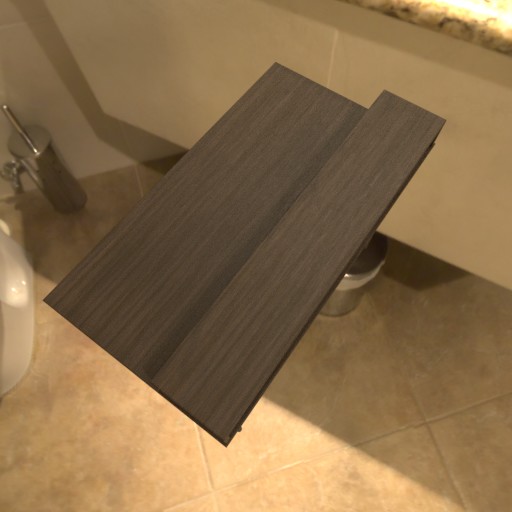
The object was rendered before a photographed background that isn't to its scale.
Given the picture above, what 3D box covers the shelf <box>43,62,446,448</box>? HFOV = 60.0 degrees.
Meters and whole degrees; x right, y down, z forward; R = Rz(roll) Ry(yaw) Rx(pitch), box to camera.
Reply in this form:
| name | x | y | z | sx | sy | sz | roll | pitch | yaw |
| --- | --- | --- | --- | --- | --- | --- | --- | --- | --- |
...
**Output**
| name | x | y | z | sx | sy | sz | roll | pitch | yaw |
| --- | --- | --- | --- | --- | --- | --- | --- | --- | --- |
| shelf | 0.000 | 0.000 | 1.716 | 0.685 | 0.865 | 1.212 | 33 | 69 | 14 |
